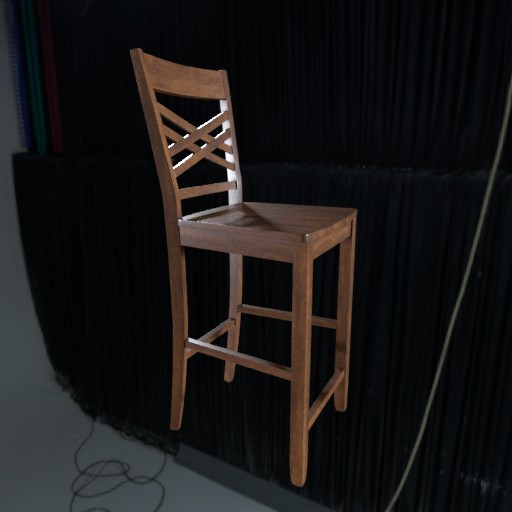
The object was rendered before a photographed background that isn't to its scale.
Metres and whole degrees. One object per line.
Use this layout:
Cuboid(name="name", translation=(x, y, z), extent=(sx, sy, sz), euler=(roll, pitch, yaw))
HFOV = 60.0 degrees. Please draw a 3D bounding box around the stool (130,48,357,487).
Cuboid(name="stool", translation=(0.000, 0.000, 1.305), extent=(0.504, 1.098, 0.426), euler=(8, 17, 27))
